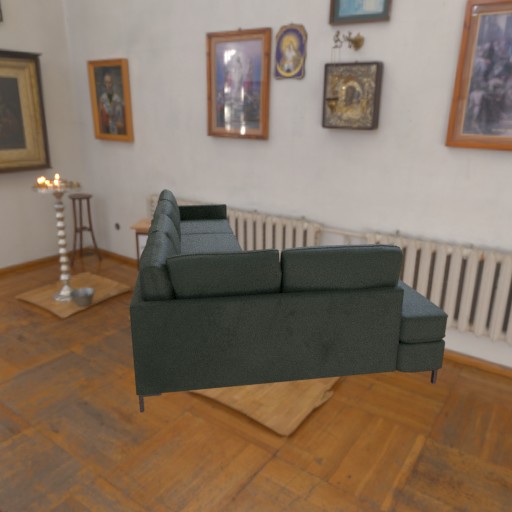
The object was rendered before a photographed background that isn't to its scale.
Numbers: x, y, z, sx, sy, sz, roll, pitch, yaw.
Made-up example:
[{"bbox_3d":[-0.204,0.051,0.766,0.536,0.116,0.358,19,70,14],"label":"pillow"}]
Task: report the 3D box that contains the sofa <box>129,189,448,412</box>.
[{"bbox_3d":[0.000,0.000,4.355,2.048,0.996,3.384,-3,17,-9],"label":"sofa"}]
